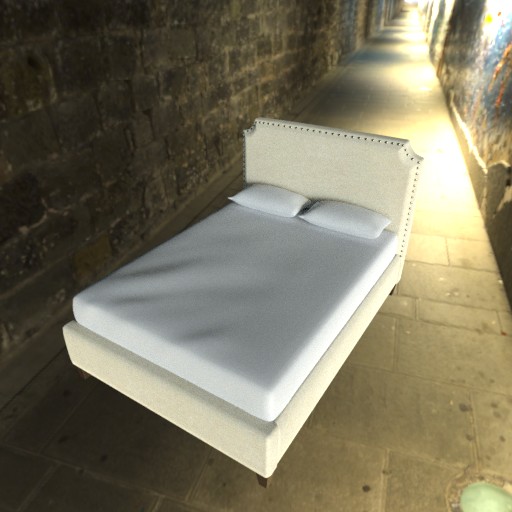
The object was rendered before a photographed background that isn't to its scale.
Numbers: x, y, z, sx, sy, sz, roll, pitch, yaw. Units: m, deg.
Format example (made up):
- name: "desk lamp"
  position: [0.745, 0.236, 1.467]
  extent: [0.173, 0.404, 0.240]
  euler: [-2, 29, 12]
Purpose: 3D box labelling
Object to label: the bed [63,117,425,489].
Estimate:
- name: "bed"
  position: [0.000, 0.000, 3.399]
  extent: [1.713, 1.457, 2.381]
  euler: [18, 35, 28]
